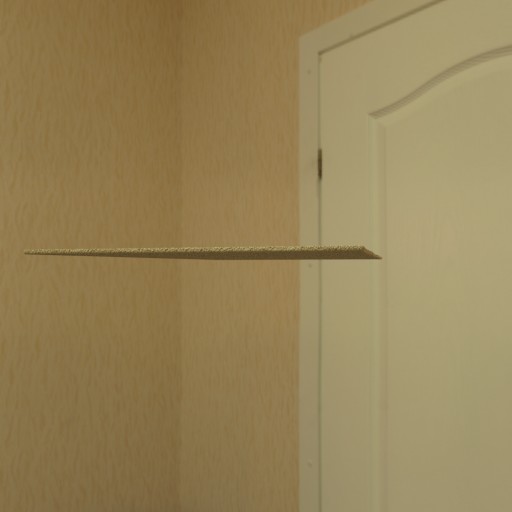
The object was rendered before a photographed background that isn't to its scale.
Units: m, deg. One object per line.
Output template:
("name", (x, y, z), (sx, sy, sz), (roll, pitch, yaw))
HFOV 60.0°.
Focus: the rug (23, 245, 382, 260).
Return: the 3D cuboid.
("rug", (0.000, 0.000, 3.423), (1.800, 0.025, 2.699), (0, -1, 17))
